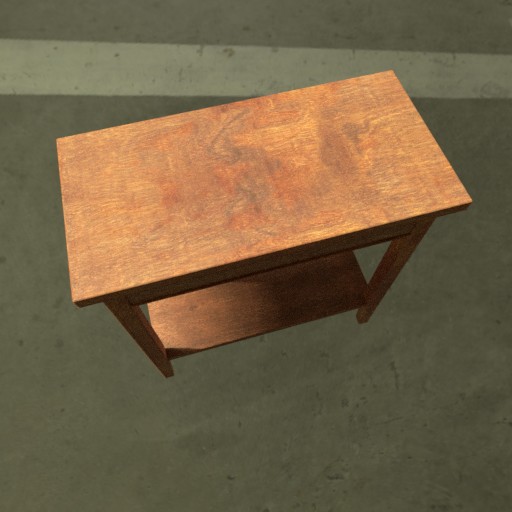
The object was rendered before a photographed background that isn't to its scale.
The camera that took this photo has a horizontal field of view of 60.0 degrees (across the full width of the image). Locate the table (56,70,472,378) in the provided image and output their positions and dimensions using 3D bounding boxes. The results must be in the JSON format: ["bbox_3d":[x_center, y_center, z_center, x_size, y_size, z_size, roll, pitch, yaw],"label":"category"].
[{"bbox_3d":[0.000,0.000,0.982,0.610,0.610,0.305,-14,63,-7],"label":"table"}]
